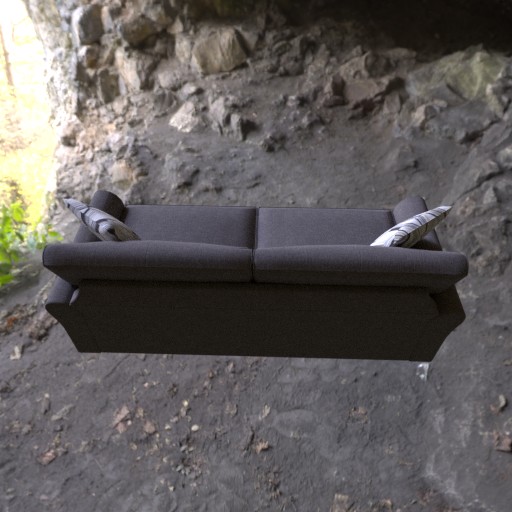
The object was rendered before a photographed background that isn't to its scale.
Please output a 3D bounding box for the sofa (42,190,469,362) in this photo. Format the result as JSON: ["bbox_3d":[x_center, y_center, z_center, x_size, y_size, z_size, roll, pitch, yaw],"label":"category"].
[{"bbox_3d":[0.000,0.000,2.481,2.032,0.813,0.889,1,47,1],"label":"sofa"}]
